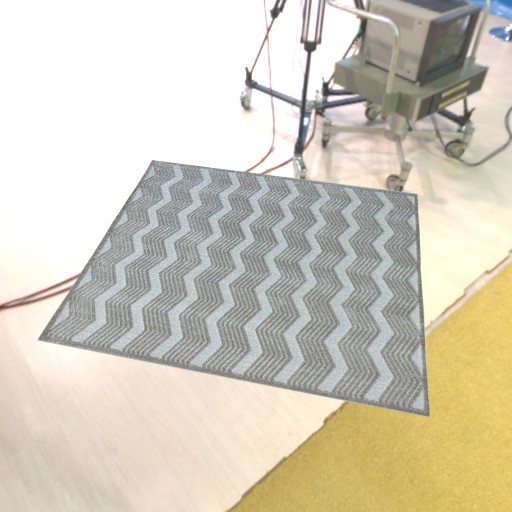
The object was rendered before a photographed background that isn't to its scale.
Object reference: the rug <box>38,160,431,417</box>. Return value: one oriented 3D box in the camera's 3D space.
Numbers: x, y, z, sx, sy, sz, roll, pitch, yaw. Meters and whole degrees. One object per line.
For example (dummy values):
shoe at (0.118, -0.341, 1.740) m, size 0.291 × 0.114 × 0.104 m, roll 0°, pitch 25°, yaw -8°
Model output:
rug at (0.000, 0.000, 3.945) m, size 2.880 × 0.005 × 2.391 m, roll 9°, pitch 48°, yaw 8°
